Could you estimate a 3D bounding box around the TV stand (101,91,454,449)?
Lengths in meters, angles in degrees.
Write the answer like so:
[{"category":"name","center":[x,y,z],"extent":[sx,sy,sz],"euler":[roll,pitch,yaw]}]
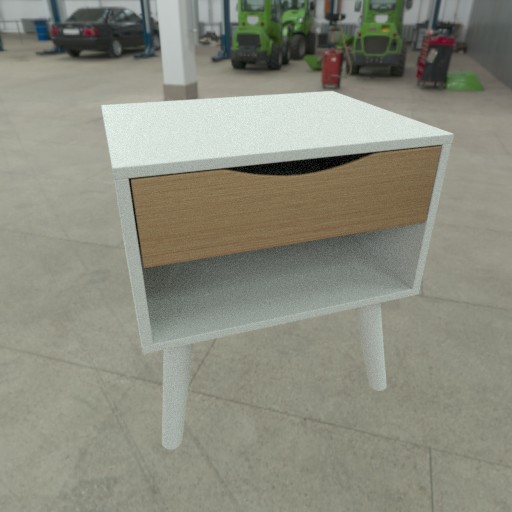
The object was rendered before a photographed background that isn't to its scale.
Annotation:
[{"category":"TV stand","center":[0.000,0.000,0.917],"extent":[0.508,0.559,0.405],"euler":[-10,31,-16]}]
